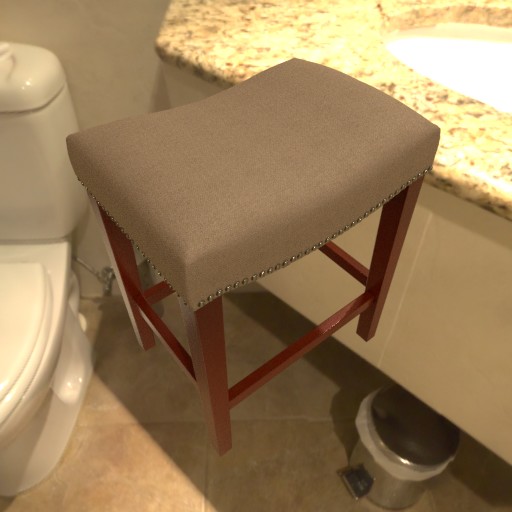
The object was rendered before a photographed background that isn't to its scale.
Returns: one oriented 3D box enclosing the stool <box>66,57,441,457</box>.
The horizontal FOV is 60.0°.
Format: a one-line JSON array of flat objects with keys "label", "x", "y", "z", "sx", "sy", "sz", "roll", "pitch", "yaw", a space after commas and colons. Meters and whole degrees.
[{"label": "stool", "x": 0.000, "y": 0.000, "z": 0.922, "sx": 0.509, "sy": 0.632, "sz": 0.375, "roll": -30, "pitch": 53, "yaw": -26}]
